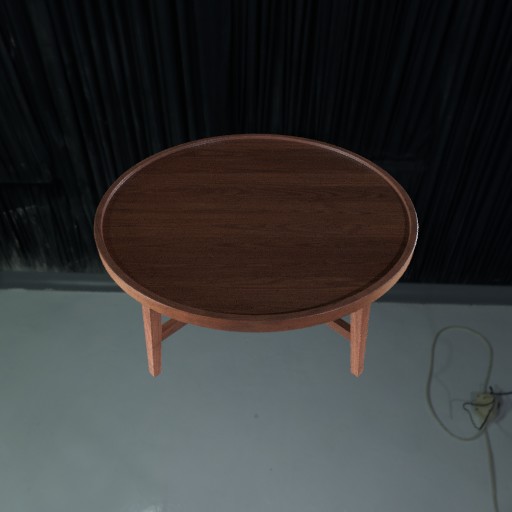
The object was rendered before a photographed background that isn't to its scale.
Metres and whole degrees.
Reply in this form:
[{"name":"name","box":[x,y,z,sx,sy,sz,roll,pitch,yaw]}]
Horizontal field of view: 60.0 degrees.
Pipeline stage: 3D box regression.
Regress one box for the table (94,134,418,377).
[{"name":"table","box":[0.000,0.000,1.252,0.800,0.360,0.800,0,41,0]}]
